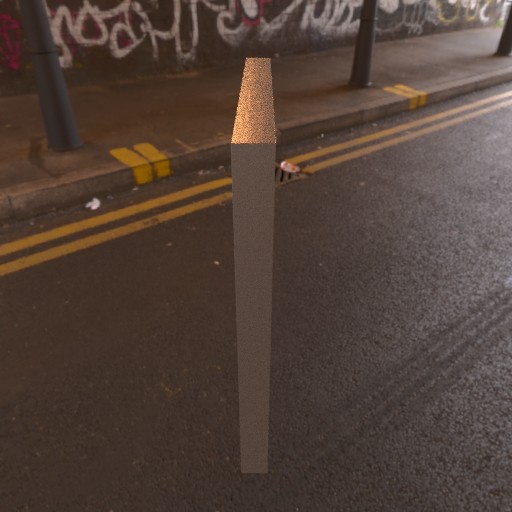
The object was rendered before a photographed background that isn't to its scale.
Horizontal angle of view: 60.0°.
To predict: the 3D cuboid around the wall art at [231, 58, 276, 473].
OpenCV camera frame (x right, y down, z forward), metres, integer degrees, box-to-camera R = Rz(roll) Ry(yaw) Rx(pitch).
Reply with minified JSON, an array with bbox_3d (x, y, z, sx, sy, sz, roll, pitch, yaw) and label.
[{"bbox_3d":[0.000,0.000,0.520,0.030,0.379,0.308,0,33,1],"label":"wall art"}]
